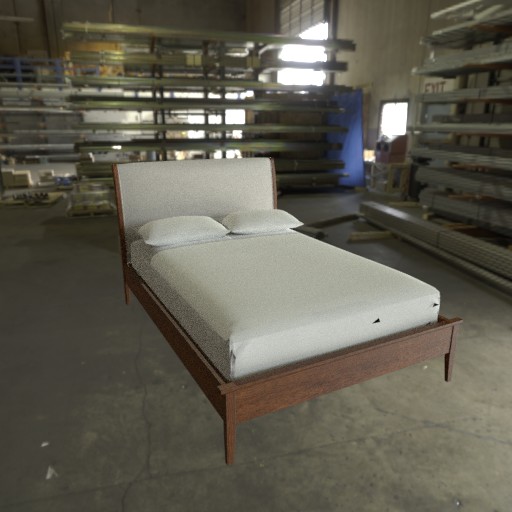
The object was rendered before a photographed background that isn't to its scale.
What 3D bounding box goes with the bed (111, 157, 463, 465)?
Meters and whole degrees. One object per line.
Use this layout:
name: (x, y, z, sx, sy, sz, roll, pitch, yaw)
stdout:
bed: (0.000, 0.000, 3.302, 1.612, 1.250, 2.380, -9, 19, -27)
